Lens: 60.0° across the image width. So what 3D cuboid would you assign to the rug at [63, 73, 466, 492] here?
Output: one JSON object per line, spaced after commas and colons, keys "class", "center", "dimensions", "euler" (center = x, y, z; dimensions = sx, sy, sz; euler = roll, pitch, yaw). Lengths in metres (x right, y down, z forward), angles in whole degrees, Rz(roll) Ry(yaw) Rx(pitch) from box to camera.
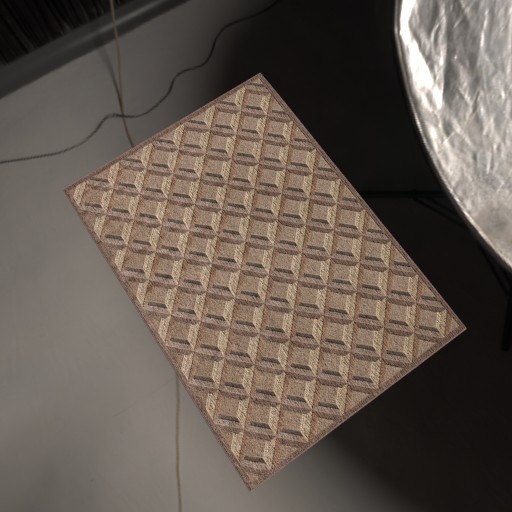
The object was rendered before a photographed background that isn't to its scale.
{"class": "rug", "center": [0.000, 0.000, 4.199], "dimensions": [2.382, 0.018, 3.294], "euler": [-34, 77, -9]}
